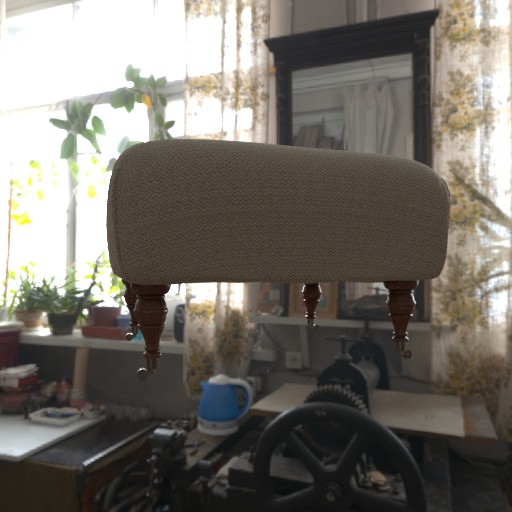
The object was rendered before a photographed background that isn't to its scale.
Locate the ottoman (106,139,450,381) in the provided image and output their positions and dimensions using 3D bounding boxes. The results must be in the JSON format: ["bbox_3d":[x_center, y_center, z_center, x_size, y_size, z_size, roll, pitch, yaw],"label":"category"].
[{"bbox_3d":[0.000,0.000,1.065,0.684,0.447,0.622,0,-1,-19],"label":"ottoman"}]
